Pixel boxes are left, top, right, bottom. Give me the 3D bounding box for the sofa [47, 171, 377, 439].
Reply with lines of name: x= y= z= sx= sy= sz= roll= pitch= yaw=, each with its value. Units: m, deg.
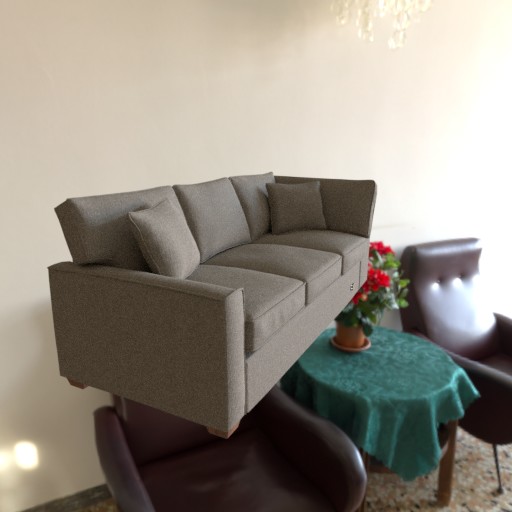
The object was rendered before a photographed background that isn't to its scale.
sofa: x=0.000 y=0.000 z=2.884 sx=1.061 sy=0.962 sz=2.317 roll=7 pitch=16 yaw=27
